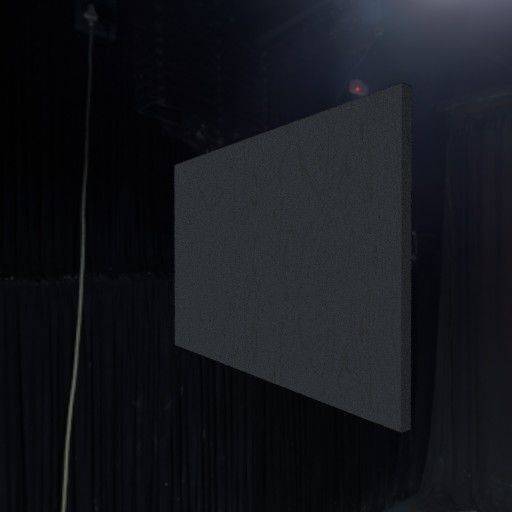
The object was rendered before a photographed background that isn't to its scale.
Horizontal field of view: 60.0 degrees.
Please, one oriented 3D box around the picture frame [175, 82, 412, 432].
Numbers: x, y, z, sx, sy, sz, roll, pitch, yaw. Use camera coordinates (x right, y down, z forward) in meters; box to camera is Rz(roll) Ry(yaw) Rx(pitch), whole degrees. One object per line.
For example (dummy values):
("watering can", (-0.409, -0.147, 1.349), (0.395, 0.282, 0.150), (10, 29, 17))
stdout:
("picture frame", (0.000, 0.000, 1.204), (0.029, 0.640, 0.950), (0, 1, -36))
